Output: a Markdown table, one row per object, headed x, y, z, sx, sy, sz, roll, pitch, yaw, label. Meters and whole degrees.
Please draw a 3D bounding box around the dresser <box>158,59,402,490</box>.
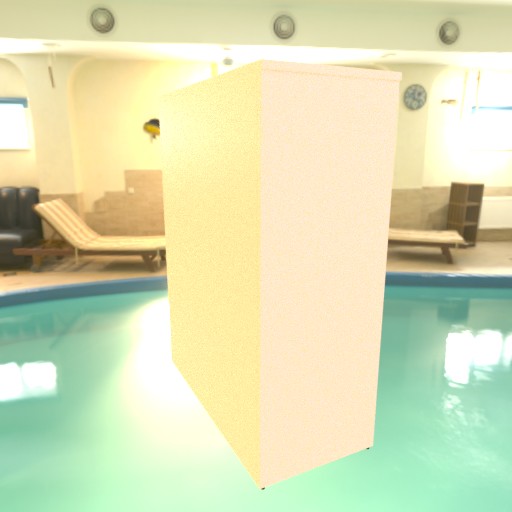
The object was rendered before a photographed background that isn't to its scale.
| x | y | z | sx | sy | sz | roll | pitch | yaw | label |
| --- | --- | --- | --- | --- | --- | --- | --- | --- | --- |
| 0.000 | 0.000 | 1.449 | 0.380 | 1.040 | 0.800 | -7 | 16 | -26 | dresser |
